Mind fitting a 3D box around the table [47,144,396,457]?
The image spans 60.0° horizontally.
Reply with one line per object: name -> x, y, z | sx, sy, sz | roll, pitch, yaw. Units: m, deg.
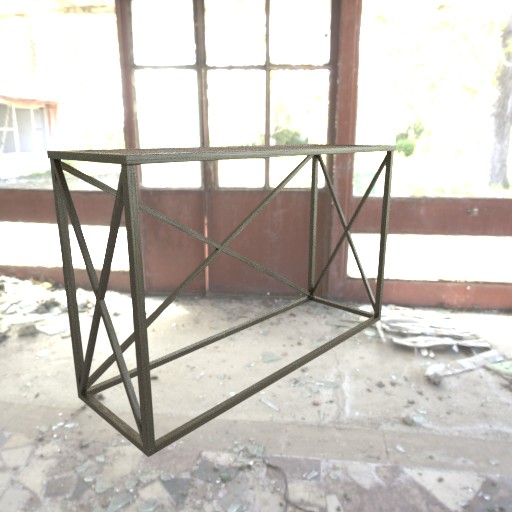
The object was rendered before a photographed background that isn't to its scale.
table -> 0.000, 0.000, 1.584 | 0.402, 0.753, 1.216 | 14, 21, 42
